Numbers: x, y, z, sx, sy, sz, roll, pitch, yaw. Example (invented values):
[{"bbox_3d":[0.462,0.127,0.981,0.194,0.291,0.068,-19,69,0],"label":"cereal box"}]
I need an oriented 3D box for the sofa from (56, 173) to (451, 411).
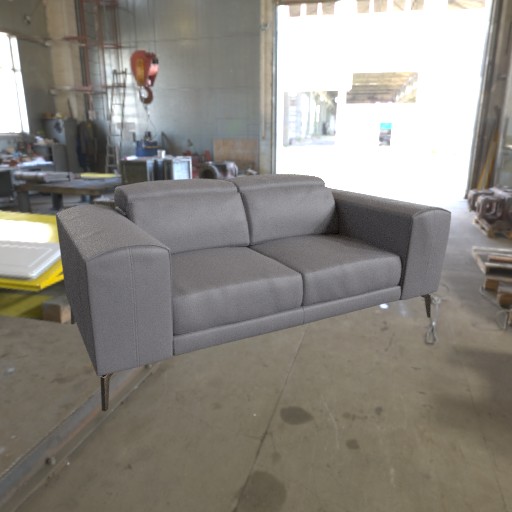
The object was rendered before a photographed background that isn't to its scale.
[{"bbox_3d":[0.000,0.000,2.410,1.895,0.779,1.003,-9,18,-28],"label":"sofa"}]
